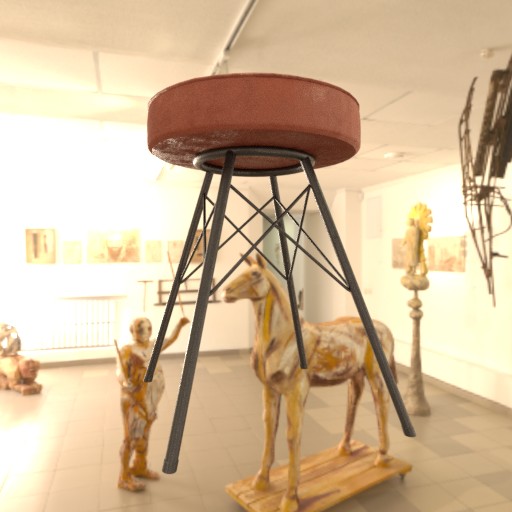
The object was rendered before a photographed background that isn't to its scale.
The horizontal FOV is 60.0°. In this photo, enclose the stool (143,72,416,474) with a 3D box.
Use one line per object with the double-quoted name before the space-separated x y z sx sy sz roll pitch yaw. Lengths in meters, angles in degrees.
"stool" 0.000 0.000 0.883 0.421 0.593 0.457 0 1 -18
